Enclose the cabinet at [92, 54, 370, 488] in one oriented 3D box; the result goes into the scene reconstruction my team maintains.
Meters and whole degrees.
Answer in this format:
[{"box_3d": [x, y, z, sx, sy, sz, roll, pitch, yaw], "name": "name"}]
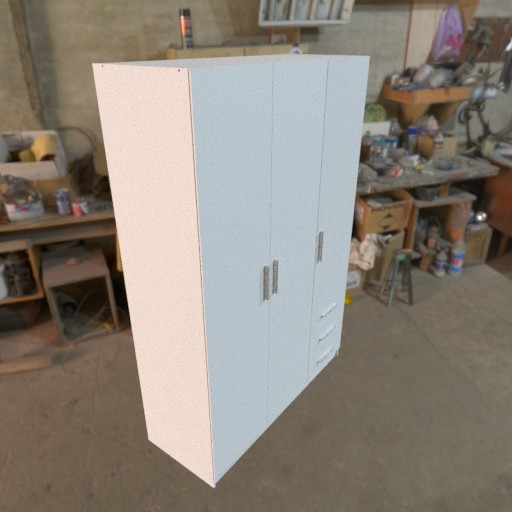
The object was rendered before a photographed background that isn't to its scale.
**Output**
[{"box_3d": [0.000, 0.000, 2.349, 0.510, 1.910, 1.290, 19, 32, 33], "name": "cabinet"}]
